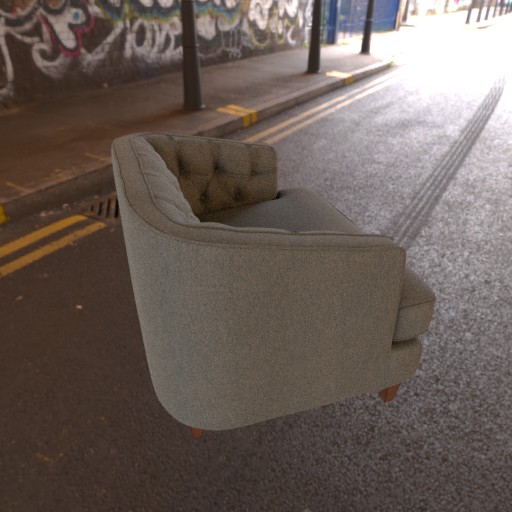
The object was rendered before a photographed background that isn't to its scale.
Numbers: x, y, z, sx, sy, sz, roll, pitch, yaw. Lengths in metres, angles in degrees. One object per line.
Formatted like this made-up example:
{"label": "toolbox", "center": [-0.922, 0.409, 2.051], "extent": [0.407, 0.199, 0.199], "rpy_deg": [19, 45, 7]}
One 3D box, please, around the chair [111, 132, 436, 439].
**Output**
{"label": "chair", "center": [0.000, 0.000, 1.729], "extent": [0.945, 0.852, 1.094], "rpy_deg": [-10, 32, -17]}
